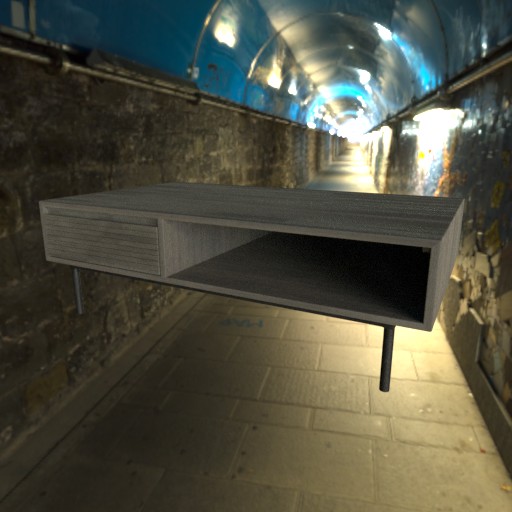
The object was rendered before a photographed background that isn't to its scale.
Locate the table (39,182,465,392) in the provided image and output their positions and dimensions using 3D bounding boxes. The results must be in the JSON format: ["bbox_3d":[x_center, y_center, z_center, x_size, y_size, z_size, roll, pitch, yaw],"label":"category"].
[{"bbox_3d":[0.000,0.000,1.355,1.088,0.347,0.643,8,17,27],"label":"table"}]
